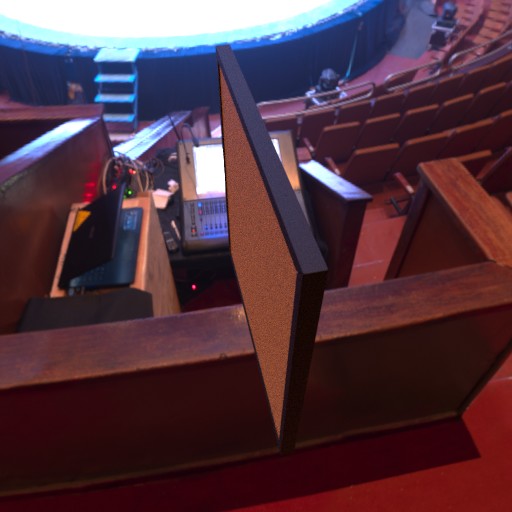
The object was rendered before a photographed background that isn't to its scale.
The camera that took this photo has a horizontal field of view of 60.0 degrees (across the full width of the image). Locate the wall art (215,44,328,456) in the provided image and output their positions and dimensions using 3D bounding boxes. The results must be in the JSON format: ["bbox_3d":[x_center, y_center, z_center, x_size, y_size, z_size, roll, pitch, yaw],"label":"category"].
[{"bbox_3d":[0.000,0.000,1.151,0.037,0.763,0.763,-10,49,-8],"label":"wall art"}]
